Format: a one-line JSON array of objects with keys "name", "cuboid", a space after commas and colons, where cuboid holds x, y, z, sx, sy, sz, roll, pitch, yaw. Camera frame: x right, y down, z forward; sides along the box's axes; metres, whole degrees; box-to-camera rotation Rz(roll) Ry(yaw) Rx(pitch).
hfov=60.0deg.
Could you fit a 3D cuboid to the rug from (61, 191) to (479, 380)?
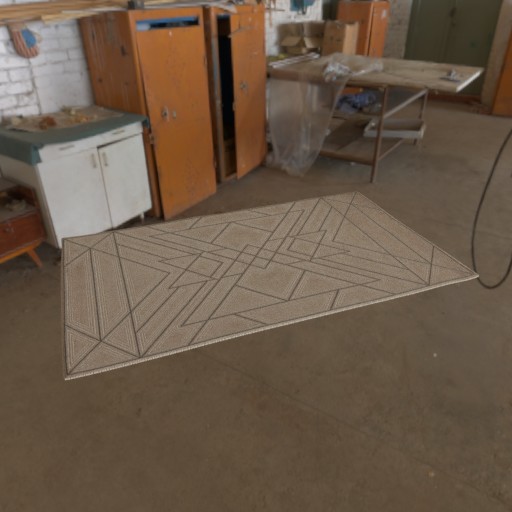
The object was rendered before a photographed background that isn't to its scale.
[{"name": "rug", "cuboid": [0.000, 0.000, 1.054, 0.869, 0.008, 0.511, -11, 33, -18]}]
